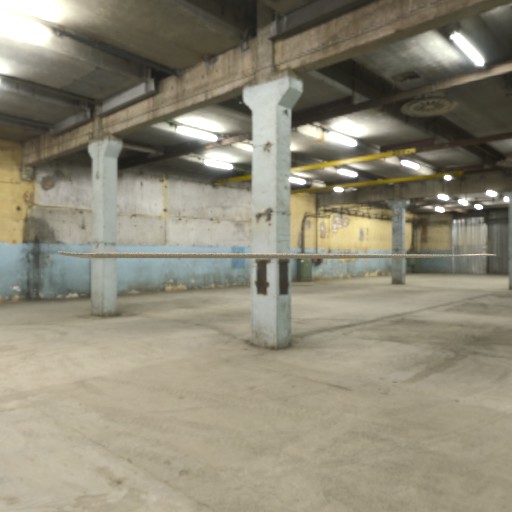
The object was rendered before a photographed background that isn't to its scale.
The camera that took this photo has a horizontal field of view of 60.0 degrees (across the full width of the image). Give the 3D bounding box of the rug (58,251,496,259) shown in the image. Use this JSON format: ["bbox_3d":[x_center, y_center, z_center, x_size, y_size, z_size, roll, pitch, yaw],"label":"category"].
[{"bbox_3d":[0.000,0.000,3.794,2.897,0.035,2.277,0,-1,-18],"label":"rug"}]
